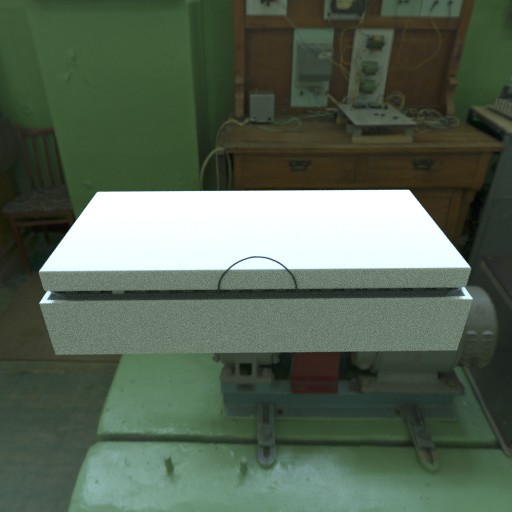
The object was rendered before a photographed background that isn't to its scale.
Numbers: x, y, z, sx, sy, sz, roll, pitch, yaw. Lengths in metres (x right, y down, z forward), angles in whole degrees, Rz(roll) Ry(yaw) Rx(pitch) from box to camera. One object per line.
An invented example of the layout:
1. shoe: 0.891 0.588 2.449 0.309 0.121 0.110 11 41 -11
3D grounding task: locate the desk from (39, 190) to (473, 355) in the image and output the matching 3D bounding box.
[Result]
1. desk: 0.000 0.000 2.344 1.900 0.526 0.900 0 31 -1
